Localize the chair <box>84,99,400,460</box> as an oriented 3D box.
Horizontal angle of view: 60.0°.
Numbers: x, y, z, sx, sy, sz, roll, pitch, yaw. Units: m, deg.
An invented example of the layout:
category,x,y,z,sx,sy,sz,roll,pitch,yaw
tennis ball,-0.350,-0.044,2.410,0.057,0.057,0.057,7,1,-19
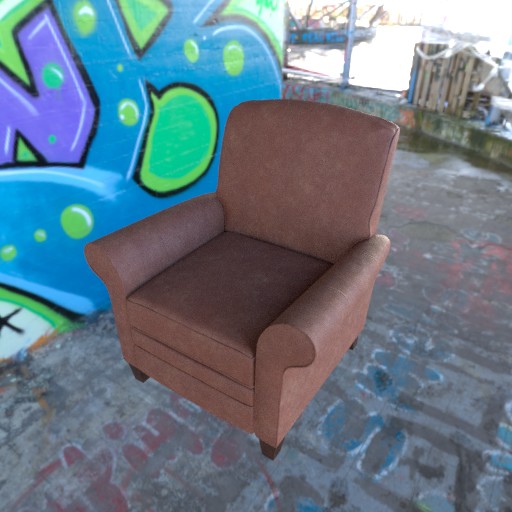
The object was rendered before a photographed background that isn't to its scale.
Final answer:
category,x,y,z,sx,sy,sz,roll,pitch,yaw
chair,0.000,0.000,1.773,0.978,1.061,0.902,19,35,29
